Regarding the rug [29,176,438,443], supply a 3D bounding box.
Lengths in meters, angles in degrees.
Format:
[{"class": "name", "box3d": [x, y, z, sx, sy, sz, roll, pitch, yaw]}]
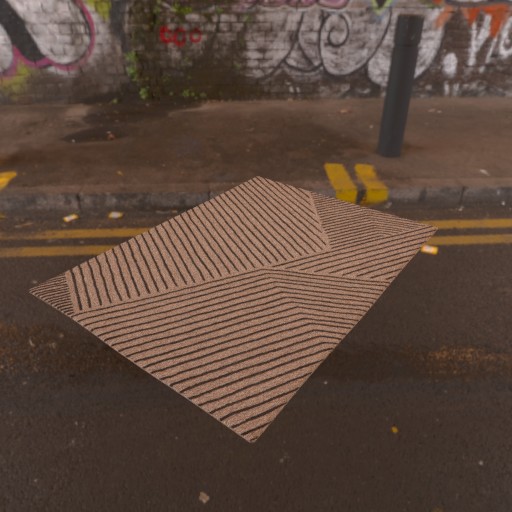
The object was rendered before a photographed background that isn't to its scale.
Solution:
[{"class": "rug", "box3d": [0.000, 0.000, 3.202, 1.829, 0.028, 2.449, 22, 38, 31]}]
